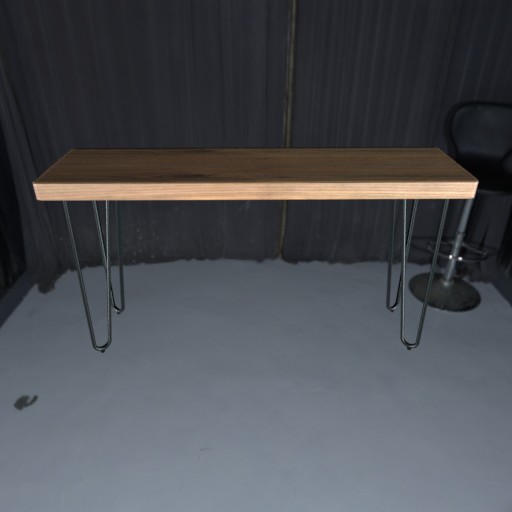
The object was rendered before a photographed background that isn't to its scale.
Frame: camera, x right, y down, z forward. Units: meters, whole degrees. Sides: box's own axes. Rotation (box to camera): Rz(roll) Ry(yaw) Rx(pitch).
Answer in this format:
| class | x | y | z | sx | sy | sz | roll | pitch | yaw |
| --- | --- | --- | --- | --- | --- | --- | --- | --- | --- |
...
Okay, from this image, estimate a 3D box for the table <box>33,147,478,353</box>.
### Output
| class | x | y | z | sx | sy | sz | roll | pitch | yaw |
| --- | --- | --- | --- | --- | --- | --- | --- | --- | --- |
| table | 0.000 | 0.000 | 1.933 | 1.570 | 0.834 | 0.425 | 0 | 30 | -1 |
